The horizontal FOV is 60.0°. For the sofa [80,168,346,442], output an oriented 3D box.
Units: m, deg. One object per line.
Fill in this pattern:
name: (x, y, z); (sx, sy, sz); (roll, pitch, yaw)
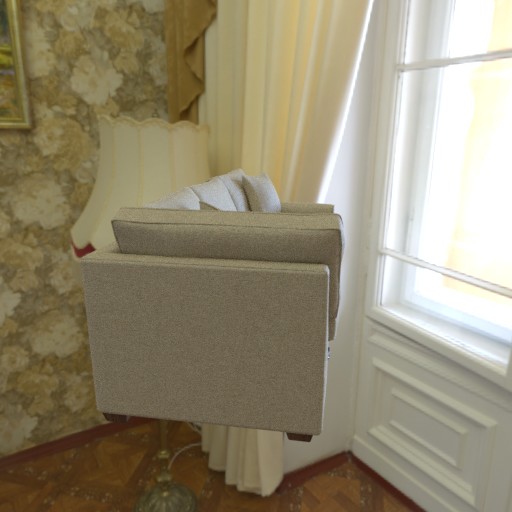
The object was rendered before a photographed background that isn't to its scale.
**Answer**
sofa: (0.000, 0.000, 2.839); (1.053, 0.948, 2.323); (3, 16, 10)
